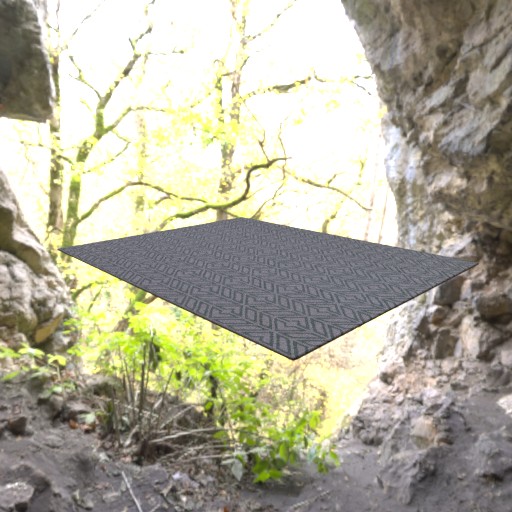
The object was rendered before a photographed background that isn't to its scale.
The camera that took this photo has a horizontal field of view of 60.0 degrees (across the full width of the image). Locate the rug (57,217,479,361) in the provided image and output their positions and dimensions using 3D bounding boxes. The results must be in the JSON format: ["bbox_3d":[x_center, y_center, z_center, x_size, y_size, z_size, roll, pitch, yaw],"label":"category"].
[{"bbox_3d":[0.000,0.000,4.074,2.441,0.017,3.050,-15,21,-42],"label":"rug"}]
